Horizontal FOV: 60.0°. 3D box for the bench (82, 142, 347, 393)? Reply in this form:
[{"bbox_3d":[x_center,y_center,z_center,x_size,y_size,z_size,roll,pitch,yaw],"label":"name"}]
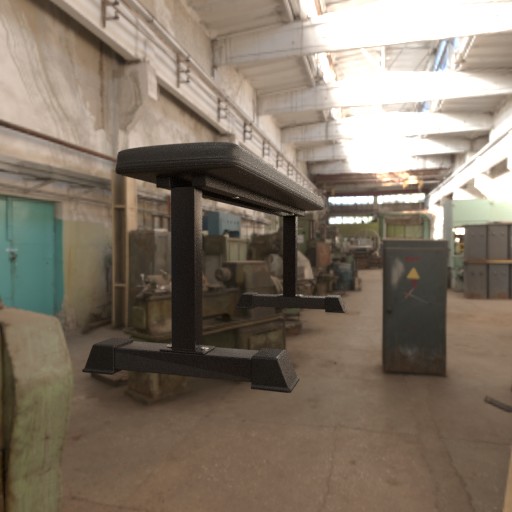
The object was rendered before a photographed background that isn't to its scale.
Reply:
[{"bbox_3d":[0.000,0.000,1.326,0.439,0.453,1.072,1,2,17],"label":"bench"}]
